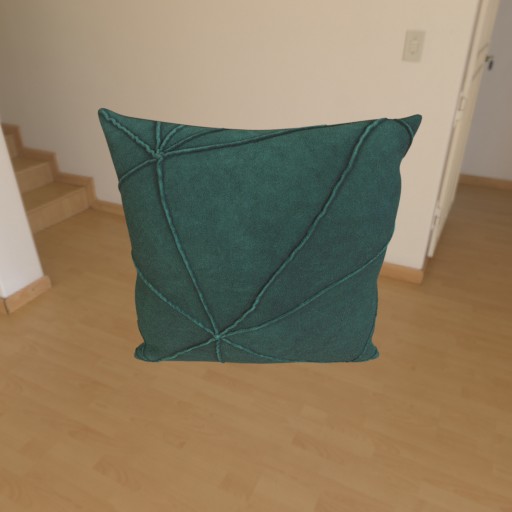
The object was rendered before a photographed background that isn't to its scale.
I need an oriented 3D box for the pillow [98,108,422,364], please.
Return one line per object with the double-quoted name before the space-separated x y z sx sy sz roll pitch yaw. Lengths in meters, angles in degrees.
"pillow" 0.000 0.000 0.685 0.439 0.440 0.184 0 29 1
